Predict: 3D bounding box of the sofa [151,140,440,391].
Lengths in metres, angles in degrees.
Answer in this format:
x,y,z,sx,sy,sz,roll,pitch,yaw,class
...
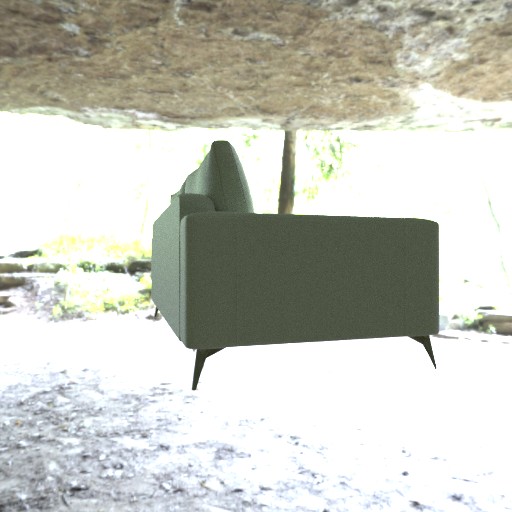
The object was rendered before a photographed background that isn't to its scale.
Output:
x,y,z,sx,sy,sz,roll,pitch,yaw,class
0.000,0.000,2.198,0.920,0.790,1.650,0,0,-17,sofa
